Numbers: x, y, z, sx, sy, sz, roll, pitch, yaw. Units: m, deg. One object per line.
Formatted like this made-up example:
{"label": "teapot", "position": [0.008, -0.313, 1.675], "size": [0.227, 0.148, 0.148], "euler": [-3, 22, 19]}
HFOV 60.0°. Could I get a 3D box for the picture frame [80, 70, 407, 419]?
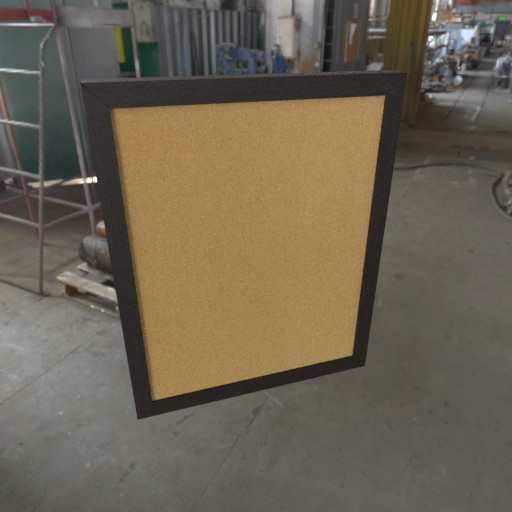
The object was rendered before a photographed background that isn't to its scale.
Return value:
{"label": "picture frame", "position": [0.000, 0.000, 0.733], "size": [0.452, 0.555, 0.044], "euler": [-8, 28, -16]}
